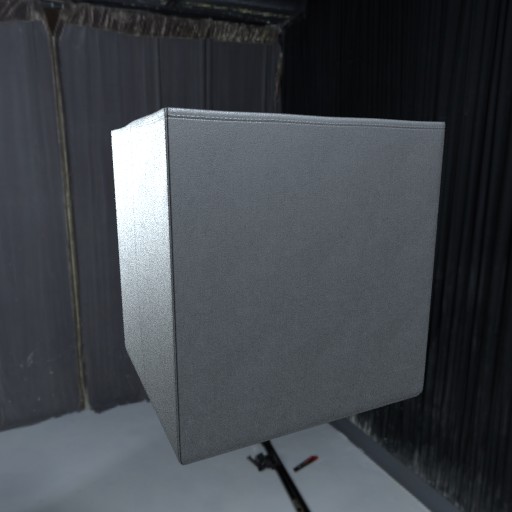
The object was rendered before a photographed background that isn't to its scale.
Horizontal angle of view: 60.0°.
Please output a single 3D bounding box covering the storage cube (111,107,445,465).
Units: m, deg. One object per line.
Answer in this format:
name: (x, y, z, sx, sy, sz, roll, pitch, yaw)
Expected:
storage cube: (0.000, 0.000, 0.501, 0.270, 0.280, 0.270, -6, 13, -25)
